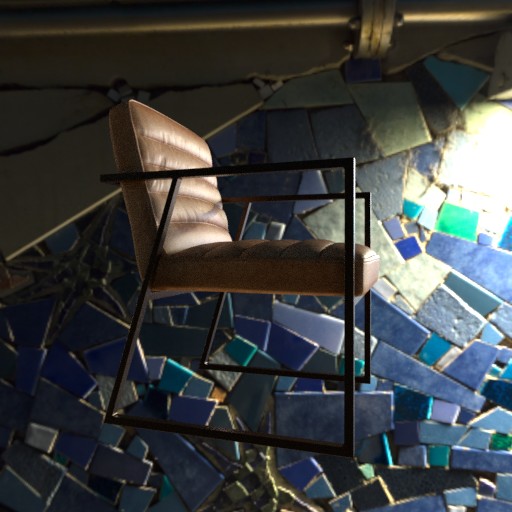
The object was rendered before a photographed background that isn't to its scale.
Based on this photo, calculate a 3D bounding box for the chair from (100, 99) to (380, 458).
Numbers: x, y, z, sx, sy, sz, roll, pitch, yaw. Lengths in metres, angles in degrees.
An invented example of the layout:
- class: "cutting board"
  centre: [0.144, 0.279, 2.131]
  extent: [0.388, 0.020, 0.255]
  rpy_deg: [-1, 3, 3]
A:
- class: "chair"
  centre: [0.000, 0.000, 1.278]
  extent: [0.677, 0.832, 0.571]
  rpy_deg: [0, 0, 18]
